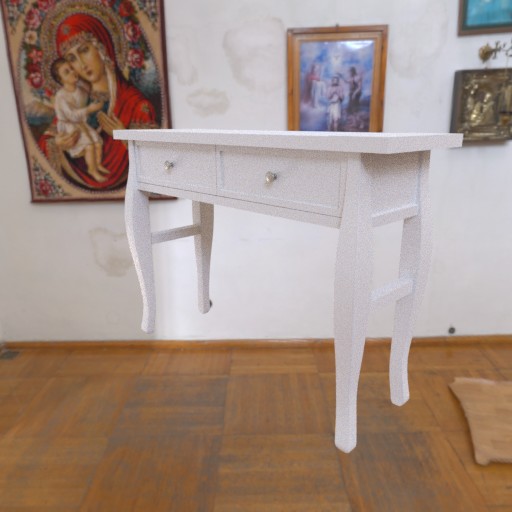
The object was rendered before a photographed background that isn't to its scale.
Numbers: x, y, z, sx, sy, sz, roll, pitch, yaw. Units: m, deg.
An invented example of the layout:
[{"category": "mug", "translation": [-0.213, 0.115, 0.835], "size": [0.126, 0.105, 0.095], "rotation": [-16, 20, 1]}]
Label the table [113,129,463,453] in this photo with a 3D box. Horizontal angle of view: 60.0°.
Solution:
[{"category": "table", "translation": [0.000, 0.000, 1.420], "size": [0.373, 0.768, 1.062], "rotation": [-16, 23, -42]}]
